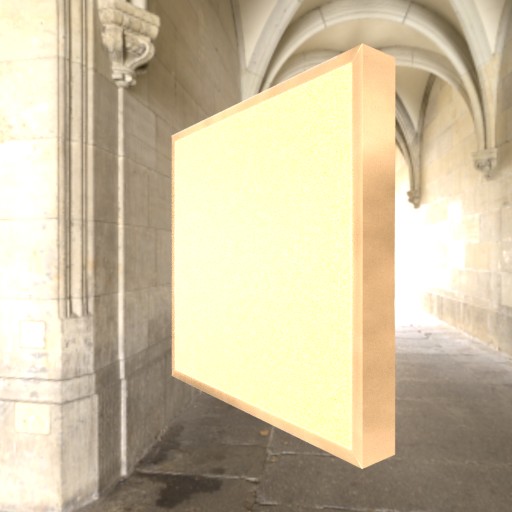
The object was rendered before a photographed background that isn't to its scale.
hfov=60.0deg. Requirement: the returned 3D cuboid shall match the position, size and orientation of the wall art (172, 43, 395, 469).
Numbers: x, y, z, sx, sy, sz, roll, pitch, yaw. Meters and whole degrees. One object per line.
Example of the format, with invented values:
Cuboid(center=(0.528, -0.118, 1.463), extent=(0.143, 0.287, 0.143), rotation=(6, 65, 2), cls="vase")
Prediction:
Cuboid(center=(0.000, 0.000, 0.449), extent=(0.038, 0.303, 0.305), rotation=(0, 0, -37), cls="wall art")
